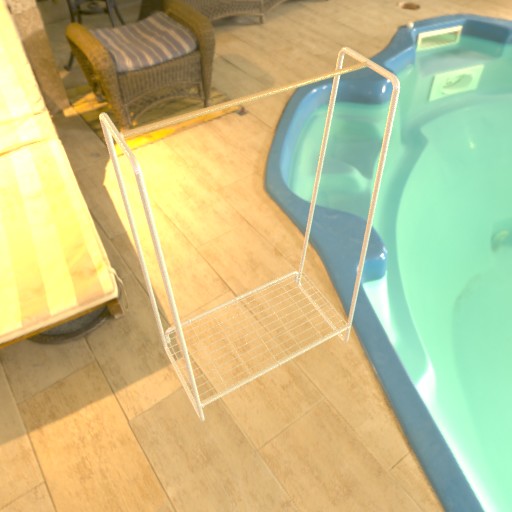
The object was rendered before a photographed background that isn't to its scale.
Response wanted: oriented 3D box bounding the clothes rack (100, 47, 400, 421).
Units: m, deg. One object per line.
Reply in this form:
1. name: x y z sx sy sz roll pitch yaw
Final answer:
1. clothes rack: 0.000 0.000 1.912 0.900 1.500 0.495 -23 52 -20
